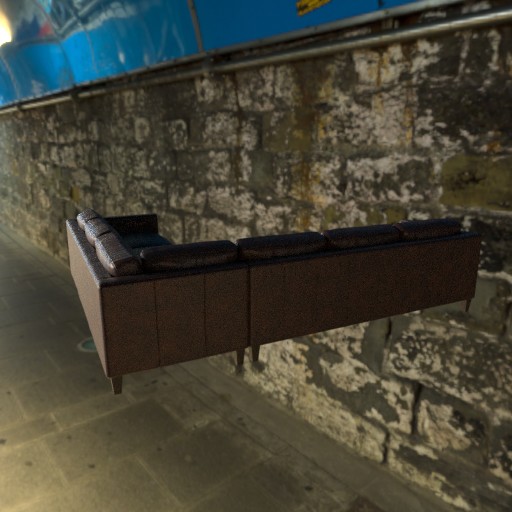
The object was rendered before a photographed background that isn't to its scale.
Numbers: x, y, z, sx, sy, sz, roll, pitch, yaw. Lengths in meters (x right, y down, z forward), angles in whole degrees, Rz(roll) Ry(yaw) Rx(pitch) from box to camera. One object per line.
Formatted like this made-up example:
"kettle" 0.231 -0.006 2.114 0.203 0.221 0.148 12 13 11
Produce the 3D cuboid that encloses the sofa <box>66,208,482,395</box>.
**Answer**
"sofa" 0.000 0.000 4.230 3.152 0.836 2.438 -7 16 -26
